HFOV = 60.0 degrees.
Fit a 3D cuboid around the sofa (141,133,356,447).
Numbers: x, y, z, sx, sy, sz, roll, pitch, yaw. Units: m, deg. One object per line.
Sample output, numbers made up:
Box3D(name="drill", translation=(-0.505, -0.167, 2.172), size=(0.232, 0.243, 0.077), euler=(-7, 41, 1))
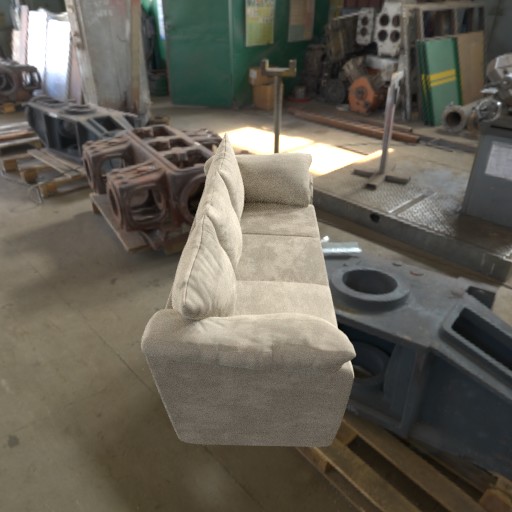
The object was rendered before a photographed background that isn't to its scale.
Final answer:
Box3D(name="sofa", translation=(0.000, 0.000, 2.843), size=(0.893, 0.981, 2.377), euler=(1, 32, 1))
